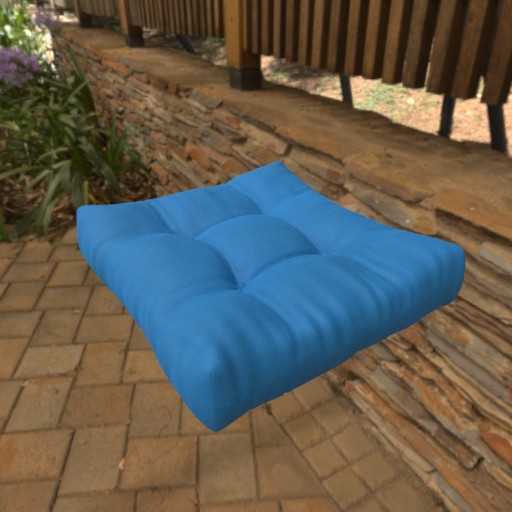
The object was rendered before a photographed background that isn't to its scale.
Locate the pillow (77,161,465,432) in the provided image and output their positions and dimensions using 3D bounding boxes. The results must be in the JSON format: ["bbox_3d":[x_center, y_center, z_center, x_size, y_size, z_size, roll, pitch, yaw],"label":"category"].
[{"bbox_3d":[0.000,0.000,0.738,0.468,0.128,0.490,-19,36,-29],"label":"pillow"}]
